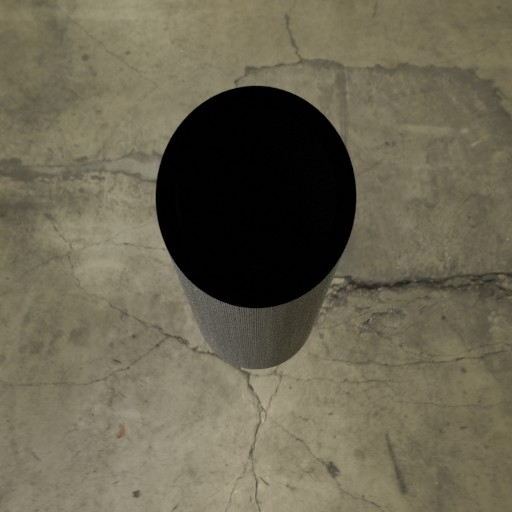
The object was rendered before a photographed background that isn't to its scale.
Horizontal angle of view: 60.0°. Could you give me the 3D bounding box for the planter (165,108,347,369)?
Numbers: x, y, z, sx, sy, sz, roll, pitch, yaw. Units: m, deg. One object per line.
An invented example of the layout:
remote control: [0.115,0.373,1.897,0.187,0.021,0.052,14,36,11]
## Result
planter: [0.000,0.000,0.128,0.045,0.103,0.045,2,64,1]
